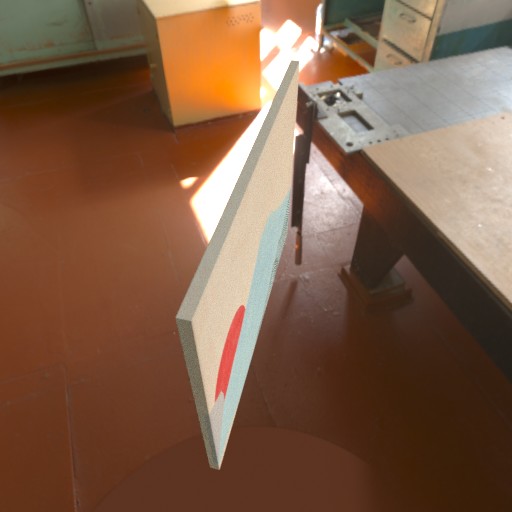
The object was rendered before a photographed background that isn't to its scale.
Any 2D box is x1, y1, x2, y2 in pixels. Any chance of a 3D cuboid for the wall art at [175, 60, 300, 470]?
[{"bbox_3d":[0.000,0.000,1.617,0.042,0.912,1.219,10,48,9],"label":"wall art"}]
